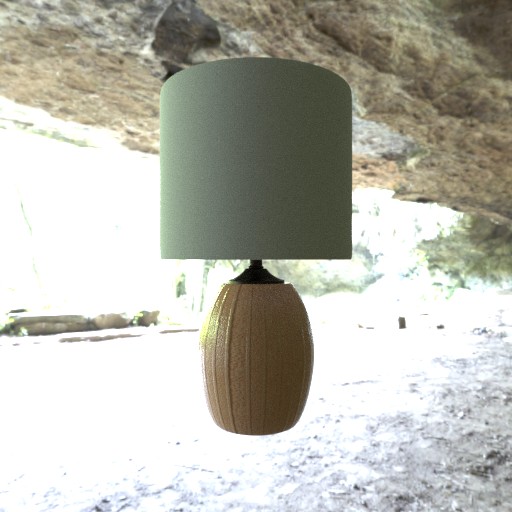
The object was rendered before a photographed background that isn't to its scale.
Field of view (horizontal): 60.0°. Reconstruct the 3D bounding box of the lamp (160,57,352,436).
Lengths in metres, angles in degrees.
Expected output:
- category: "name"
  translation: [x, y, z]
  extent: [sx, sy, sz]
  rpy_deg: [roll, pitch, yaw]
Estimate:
- category: "lamp"
  translation: [0.000, 0.000, 0.773]
  extent: [0.329, 0.570, 0.329]
  rpy_deg: [0, 0, 0]
